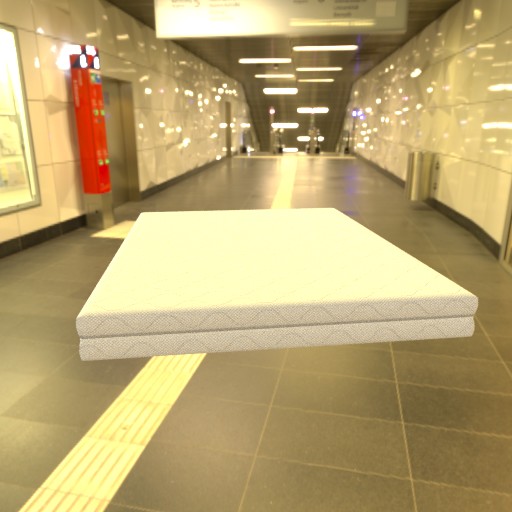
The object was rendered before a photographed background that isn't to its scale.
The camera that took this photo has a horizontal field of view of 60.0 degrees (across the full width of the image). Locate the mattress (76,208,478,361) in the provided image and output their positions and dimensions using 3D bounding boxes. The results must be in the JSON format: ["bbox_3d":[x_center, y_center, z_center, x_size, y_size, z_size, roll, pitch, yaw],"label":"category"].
[{"bbox_3d":[0.000,0.000,2.696,1.600,0.200,2.000,-2,17,-7],"label":"mattress"}]
